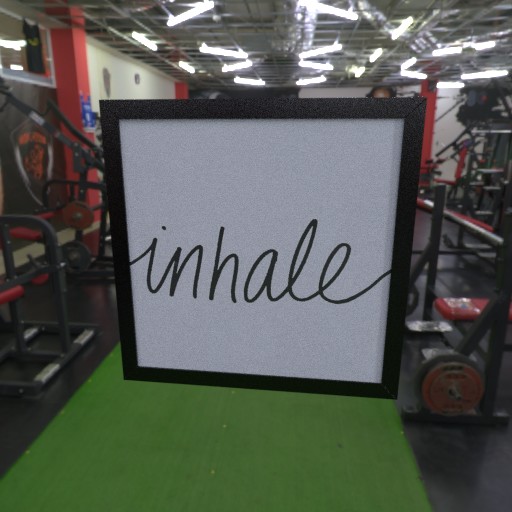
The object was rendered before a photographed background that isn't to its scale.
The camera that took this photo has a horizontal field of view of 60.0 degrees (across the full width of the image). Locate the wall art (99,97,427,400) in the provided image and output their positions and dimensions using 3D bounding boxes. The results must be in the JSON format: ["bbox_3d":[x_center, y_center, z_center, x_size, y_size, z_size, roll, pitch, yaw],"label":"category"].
[{"bbox_3d":[0.000,0.000,0.663,0.446,0.445,0.014,2,16,7],"label":"wall art"}]
